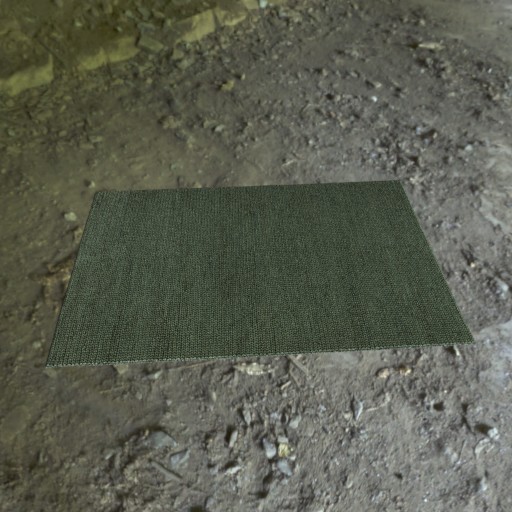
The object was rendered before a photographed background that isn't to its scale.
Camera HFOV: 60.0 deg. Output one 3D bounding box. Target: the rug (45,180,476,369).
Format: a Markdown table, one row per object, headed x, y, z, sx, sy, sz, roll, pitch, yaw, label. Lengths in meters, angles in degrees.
| x | y | z | sx | sy | sz | roll | pitch | yaw | label |
| --- | --- | --- | --- | --- | --- | --- | --- | --- | --- |
| 0.000 | 0.000 | 3.013 | 2.443 | 0.021 | 1.538 | -3 | 47 | -2 | rug |
